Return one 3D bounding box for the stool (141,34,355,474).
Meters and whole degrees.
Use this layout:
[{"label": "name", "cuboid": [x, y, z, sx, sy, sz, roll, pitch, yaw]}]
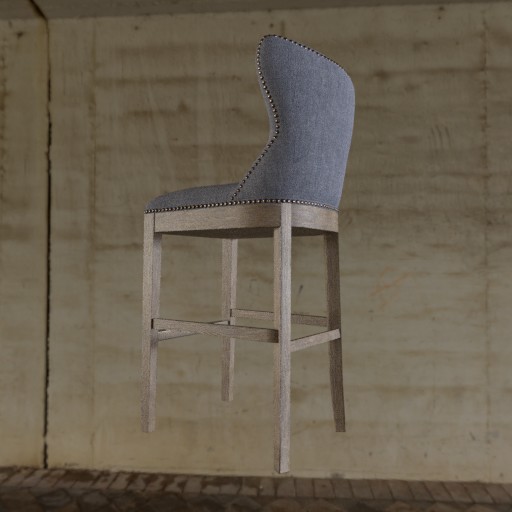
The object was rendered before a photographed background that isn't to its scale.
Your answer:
[{"label": "stool", "cuboid": [0.000, 0.000, 1.421, 0.606, 1.123, 0.494, -1, -2, 36]}]
